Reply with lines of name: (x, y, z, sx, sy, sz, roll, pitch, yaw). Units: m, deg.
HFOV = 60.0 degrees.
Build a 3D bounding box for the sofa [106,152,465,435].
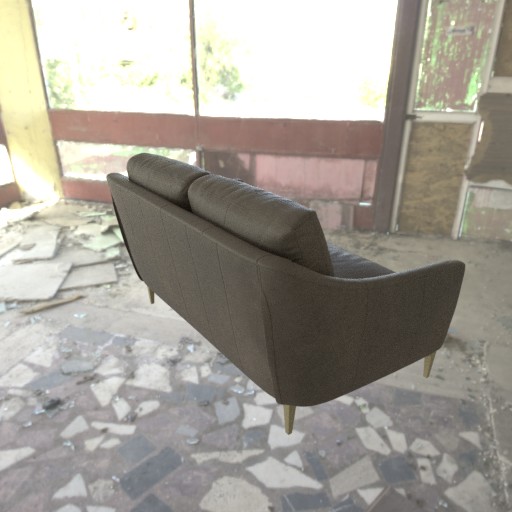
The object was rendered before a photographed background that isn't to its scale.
sofa: (0.000, 0.000, 2.175, 0.960, 0.902, 1.619, -17, 29, -33)
